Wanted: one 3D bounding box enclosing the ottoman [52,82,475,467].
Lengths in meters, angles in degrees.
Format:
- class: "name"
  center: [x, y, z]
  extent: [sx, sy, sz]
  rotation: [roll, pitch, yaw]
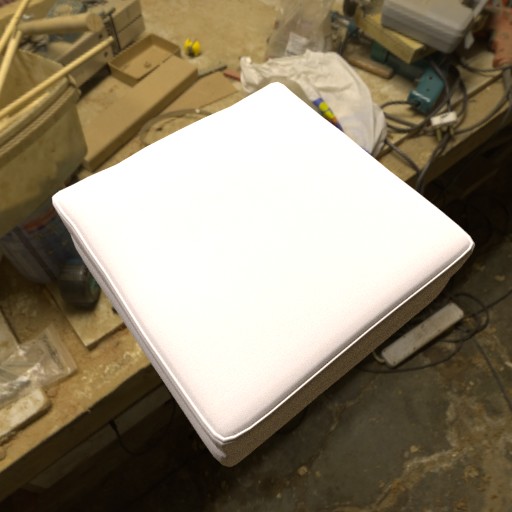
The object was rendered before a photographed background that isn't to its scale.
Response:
- class: "ottoman"
  center: [0.000, 0.000, 1.335]
  extent: [0.838, 0.479, 0.838]
  rotation: [-33, 64, -19]
